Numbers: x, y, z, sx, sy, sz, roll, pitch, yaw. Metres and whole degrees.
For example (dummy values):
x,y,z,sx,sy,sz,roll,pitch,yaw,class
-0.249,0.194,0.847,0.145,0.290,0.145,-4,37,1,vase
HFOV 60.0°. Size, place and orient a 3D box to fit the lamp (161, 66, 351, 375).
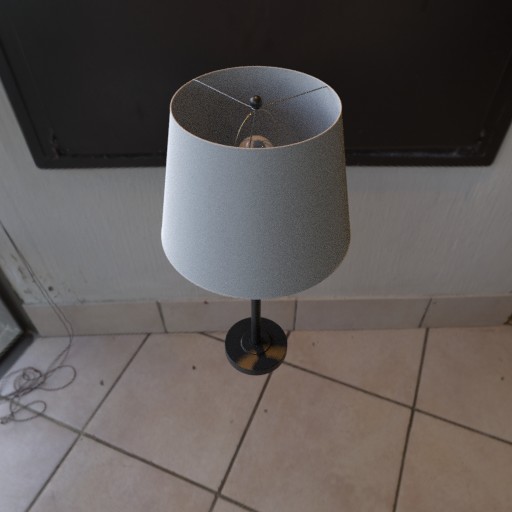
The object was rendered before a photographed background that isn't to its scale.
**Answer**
x,y,z,sx,sy,sz,roll,pitch,yaw,class
0.000,0.000,0.919,0.363,0.696,0.363,0,46,0,lamp
